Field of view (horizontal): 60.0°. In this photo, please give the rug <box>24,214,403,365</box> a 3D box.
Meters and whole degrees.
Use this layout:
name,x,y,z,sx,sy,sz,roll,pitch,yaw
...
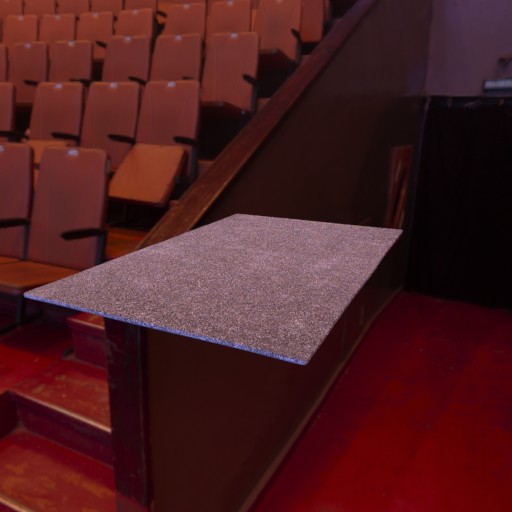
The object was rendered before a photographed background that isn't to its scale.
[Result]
name,x,y,z,sx,sy,sz,roll,pitch,yaw
rug,0.000,0.000,3.447,1.802,0.026,2.699,8,19,25
